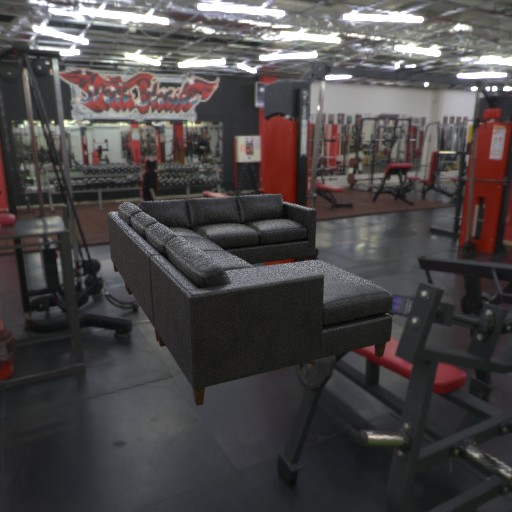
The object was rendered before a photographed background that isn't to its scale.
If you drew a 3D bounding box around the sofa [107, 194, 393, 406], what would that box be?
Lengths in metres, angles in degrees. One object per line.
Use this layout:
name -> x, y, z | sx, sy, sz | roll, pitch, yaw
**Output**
sofa -> 0.000, 0.000, 4.564 | 2.452, 0.891, 3.324 | -7, 16, -25
